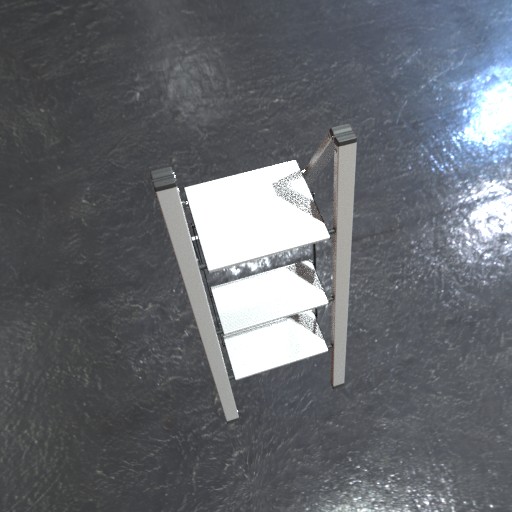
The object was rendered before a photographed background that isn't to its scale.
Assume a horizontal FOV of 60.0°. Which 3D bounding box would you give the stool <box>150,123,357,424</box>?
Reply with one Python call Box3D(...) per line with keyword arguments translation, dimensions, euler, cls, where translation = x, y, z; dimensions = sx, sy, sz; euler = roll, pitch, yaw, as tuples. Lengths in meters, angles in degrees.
Box3D(translation=(0.000, 0.000, 1.310), dimensions=(0.441, 0.902, 0.730), euler=(-15, 63, -8), cls="stool")
